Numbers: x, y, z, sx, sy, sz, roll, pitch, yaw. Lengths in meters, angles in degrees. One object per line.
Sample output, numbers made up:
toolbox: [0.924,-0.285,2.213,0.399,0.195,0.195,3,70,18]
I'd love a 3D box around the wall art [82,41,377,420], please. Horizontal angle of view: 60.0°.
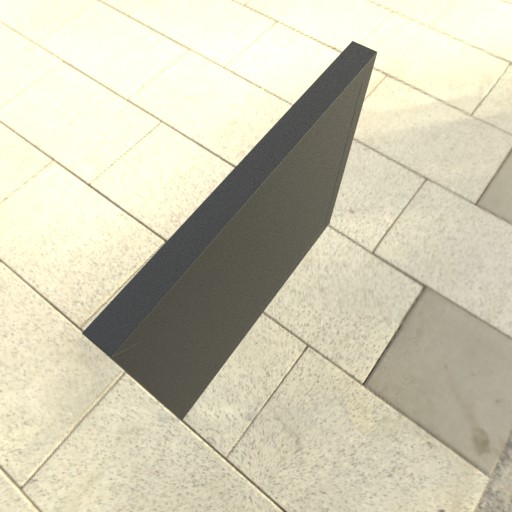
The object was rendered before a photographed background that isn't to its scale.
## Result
wall art: [0.000,0.000,0.526,0.029,0.330,0.381,32,67,16]
